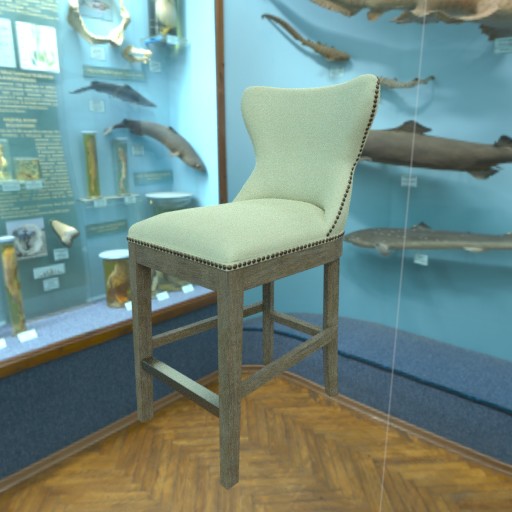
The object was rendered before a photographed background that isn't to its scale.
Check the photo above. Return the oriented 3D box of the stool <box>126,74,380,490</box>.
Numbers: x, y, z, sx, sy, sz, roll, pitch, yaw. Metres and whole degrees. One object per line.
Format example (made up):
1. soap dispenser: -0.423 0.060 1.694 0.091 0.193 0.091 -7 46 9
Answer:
1. stool: 0.000 0.000 1.283 0.498 0.981 0.608 14 21 42
